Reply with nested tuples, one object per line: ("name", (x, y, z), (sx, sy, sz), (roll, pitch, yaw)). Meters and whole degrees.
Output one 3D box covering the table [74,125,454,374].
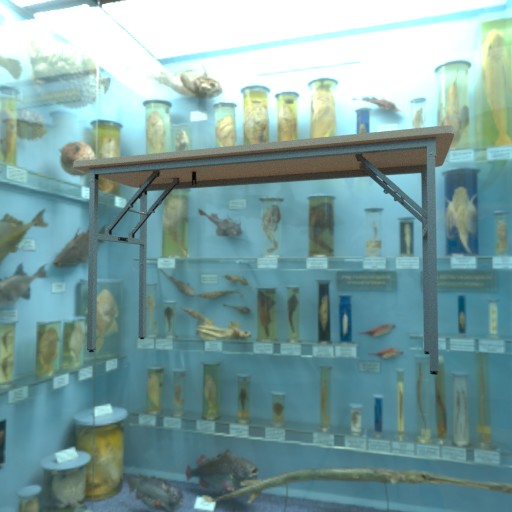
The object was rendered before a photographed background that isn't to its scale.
("table", (0.000, 0.000, 1.732), (1.397, 0.750, 0.446), (-1, -3, 18))
